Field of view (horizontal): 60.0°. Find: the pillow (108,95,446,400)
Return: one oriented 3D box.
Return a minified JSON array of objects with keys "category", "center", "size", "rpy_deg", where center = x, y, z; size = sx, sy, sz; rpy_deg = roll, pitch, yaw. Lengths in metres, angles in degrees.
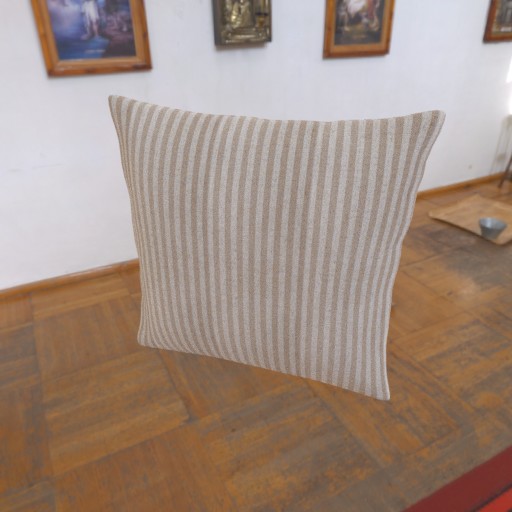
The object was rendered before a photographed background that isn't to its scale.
[{"category":"pillow","center":[0.000,0.000,0.768],"size":[0.523,0.510,0.166],"rpy_deg":[8,29,15]}]
